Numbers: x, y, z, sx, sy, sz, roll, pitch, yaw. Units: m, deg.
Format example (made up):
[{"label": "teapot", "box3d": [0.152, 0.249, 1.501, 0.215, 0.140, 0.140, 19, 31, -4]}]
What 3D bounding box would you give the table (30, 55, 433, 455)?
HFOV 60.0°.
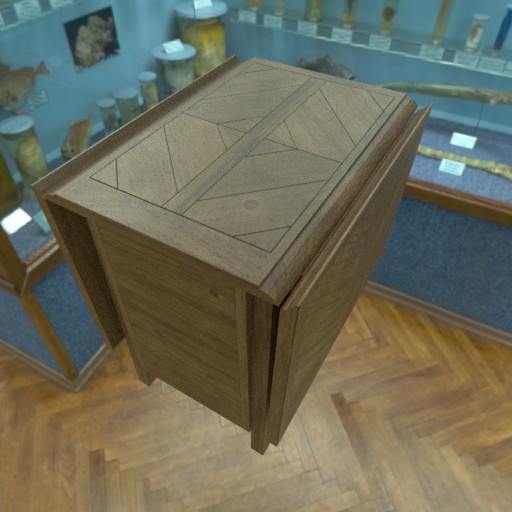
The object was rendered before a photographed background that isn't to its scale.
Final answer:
[{"label": "table", "box3d": [0.000, 0.000, 1.258, 0.591, 0.763, 0.746, 23, 50, 21]}]
